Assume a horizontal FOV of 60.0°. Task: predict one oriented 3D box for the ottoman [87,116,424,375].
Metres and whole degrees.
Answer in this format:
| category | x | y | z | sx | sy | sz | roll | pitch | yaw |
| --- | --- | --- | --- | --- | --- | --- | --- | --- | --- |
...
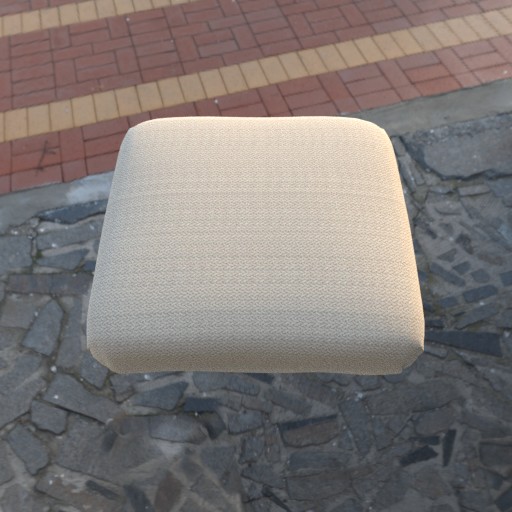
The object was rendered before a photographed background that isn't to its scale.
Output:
| category | x | y | z | sx | sy | sz | roll | pitch | yaw |
| --- | --- | --- | --- | --- | --- | --- | --- | --- | --- |
| ottoman | 0.000 | 0.000 | 1.103 | 0.684 | 0.447 | 0.622 | 0 | 62 | 0 |
